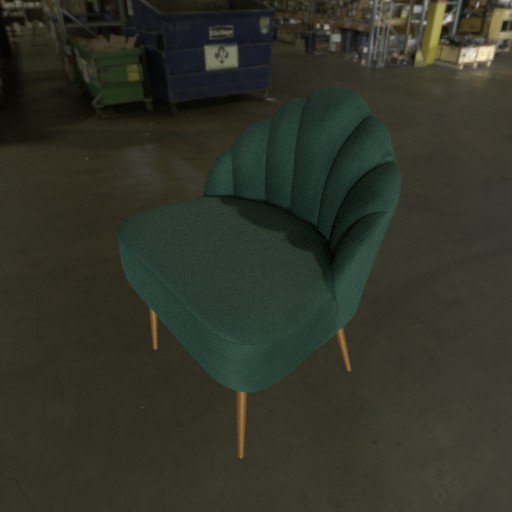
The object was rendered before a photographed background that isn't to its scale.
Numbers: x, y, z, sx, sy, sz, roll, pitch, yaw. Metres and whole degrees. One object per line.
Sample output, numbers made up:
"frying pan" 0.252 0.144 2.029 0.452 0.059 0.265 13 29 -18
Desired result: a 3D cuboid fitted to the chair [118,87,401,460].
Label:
"chair" 0.000 0.000 1.227 0.599 0.819 0.657 -22 38 -31
